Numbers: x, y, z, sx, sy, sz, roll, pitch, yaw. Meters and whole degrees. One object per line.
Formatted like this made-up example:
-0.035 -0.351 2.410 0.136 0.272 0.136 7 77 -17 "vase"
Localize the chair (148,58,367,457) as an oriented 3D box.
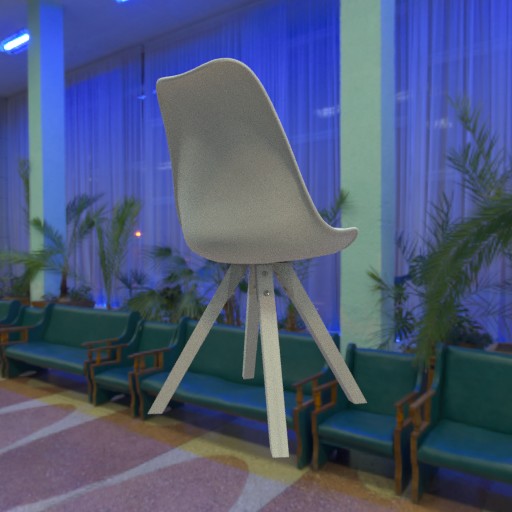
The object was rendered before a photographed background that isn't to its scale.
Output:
0.000 0.000 1.212 0.485 0.850 0.550 1 1 37 "chair"
